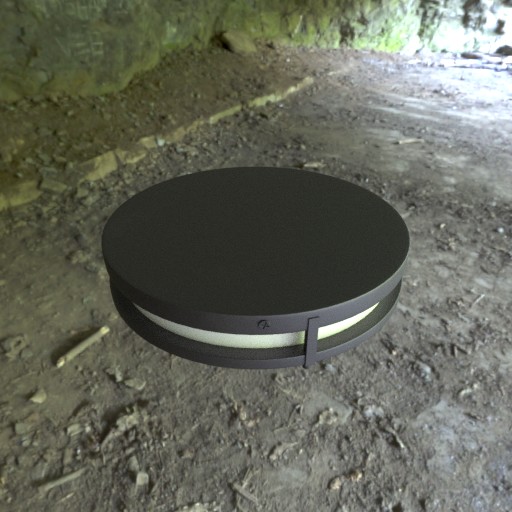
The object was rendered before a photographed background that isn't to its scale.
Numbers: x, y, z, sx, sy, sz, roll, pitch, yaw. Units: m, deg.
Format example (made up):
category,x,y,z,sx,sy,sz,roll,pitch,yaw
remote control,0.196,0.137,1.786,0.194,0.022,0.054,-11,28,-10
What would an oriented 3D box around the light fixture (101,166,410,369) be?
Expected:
category,x,y,z,sx,sy,sz,roll,pitch,yaw
light fixture,0.000,0.000,0.555,0.356,0.102,0.356,0,32,0
